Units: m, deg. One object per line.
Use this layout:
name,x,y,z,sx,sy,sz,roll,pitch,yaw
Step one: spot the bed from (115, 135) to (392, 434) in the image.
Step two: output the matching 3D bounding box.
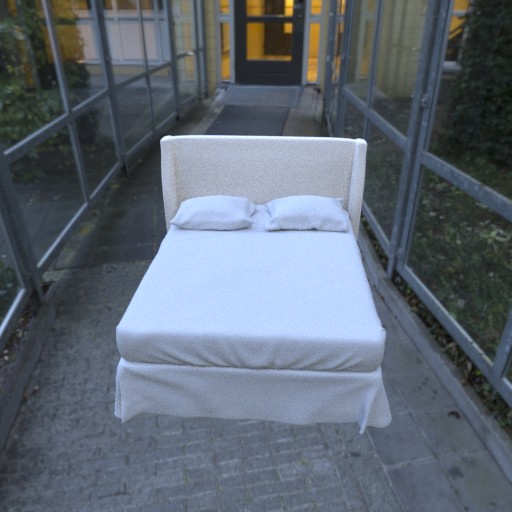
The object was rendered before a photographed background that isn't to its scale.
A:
bed,0.000,0.000,3.523,1.925,1.332,2.276,2,30,3
